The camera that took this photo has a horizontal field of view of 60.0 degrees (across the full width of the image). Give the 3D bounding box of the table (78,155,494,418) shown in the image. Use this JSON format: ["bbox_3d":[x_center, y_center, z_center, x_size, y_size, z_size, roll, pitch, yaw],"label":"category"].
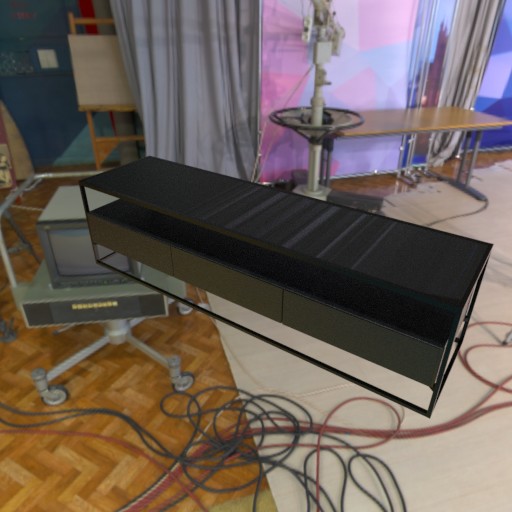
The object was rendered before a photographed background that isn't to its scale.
[{"bbox_3d":[0.000,0.000,1.674,1.486,0.395,0.399,20,36,29],"label":"table"}]
